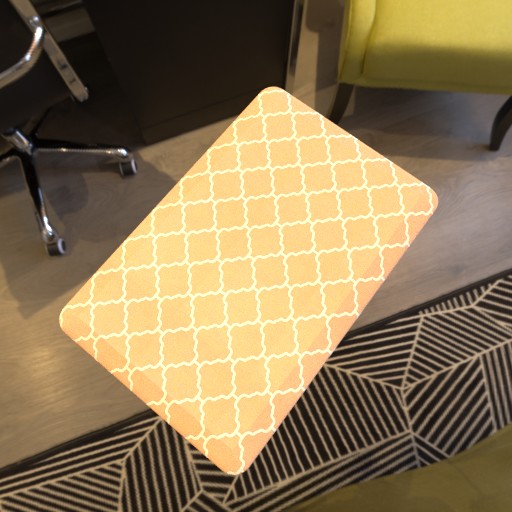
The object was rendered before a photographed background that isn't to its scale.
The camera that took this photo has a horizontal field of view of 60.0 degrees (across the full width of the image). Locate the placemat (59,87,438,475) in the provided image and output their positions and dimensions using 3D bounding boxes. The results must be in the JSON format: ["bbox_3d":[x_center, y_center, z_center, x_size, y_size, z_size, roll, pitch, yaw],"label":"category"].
[{"bbox_3d":[0.000,0.000,0.977,0.508,0.021,0.762,37,77,10],"label":"placemat"}]
